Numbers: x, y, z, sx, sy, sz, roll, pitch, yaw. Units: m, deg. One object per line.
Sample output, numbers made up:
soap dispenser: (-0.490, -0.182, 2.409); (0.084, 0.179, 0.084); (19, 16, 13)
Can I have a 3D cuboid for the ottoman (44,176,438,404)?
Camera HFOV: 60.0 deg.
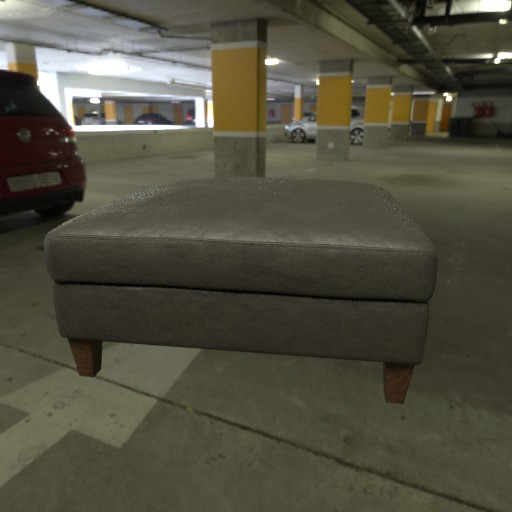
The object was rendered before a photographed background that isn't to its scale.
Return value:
ottoman: (0.000, 0.000, 1.312); (0.844, 0.415, 0.836); (3, 17, 8)
